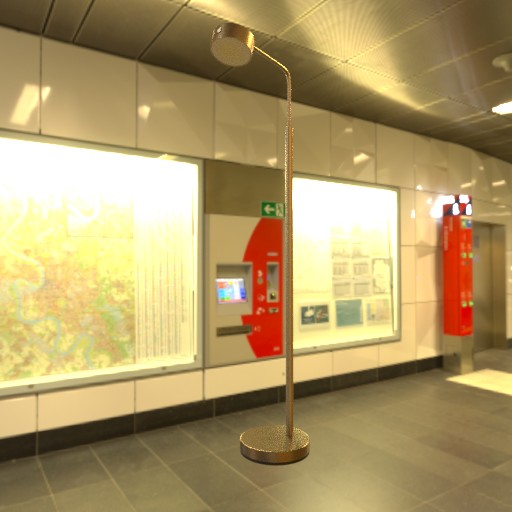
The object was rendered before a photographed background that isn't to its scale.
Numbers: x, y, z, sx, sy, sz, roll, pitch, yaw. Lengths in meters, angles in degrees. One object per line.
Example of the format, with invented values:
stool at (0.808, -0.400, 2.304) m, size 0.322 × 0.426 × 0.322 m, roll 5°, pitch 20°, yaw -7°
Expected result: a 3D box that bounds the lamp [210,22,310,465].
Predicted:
lamp at (0.000, 0.000, 1.340) m, size 0.219 × 1.230 × 0.418 m, roll -1°, pitch -1°, yaw 37°
